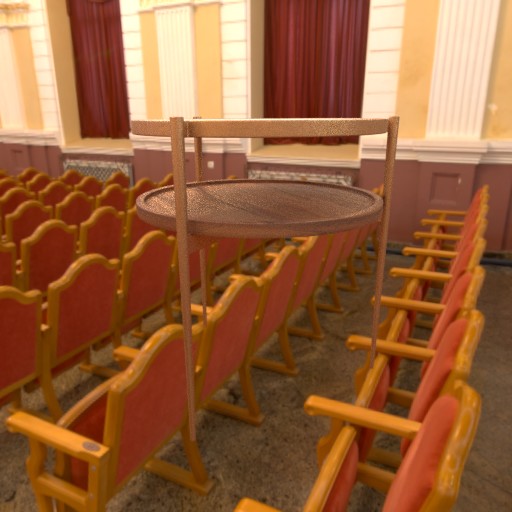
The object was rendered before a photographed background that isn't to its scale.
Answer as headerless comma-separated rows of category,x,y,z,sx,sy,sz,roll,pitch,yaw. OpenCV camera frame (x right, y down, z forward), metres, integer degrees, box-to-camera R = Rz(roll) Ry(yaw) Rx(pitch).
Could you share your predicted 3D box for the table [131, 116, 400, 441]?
table,0.000,0.000,0.819,0.430,0.493,0.456,9,20,26
